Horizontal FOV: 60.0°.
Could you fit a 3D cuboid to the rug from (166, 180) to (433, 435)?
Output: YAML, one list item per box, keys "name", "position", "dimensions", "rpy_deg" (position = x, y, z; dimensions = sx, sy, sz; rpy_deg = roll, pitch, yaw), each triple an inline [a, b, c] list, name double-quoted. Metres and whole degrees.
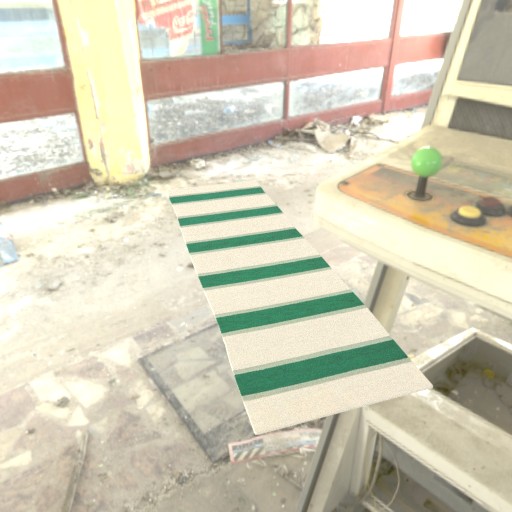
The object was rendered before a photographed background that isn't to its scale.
- name: "rug"
  position: [0.000, 0.000, 2.712]
  dimensions: [0.768, 0.012, 2.438]
  rpy_deg: [-9, 32, -15]
